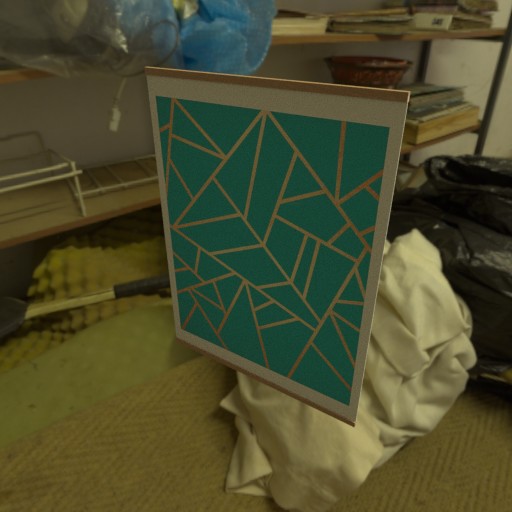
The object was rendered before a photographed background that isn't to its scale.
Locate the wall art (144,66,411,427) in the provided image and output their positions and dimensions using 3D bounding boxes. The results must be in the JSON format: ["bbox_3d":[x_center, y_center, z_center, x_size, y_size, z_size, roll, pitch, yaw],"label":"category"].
[{"bbox_3d":[0.000,0.000,1.347,0.758,1.016,0.013,18,34,28],"label":"wall art"}]
